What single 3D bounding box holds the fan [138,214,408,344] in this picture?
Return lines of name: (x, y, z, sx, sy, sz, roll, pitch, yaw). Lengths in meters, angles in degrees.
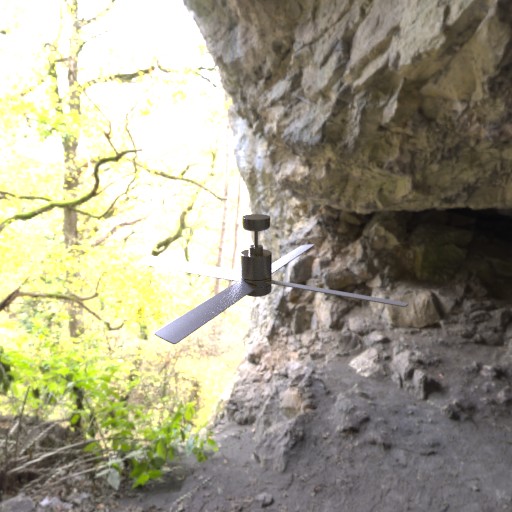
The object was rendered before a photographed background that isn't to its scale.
fan: (0.000, 0.000, 1.976, 1.322, 0.355, 1.322, 8, 18, 26)
